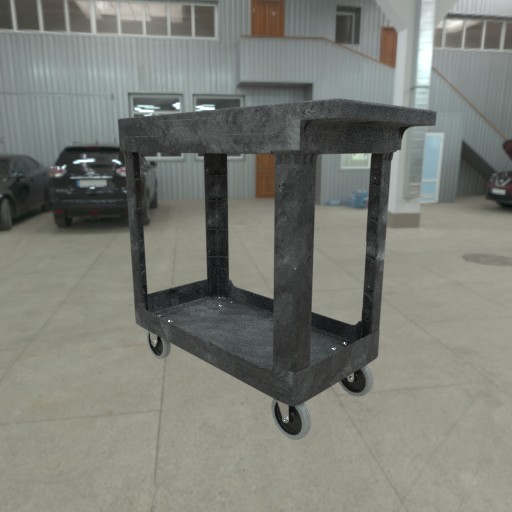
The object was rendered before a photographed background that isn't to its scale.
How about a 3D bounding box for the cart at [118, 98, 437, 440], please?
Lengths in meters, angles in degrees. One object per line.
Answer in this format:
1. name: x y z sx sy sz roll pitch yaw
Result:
1. cart: 0.000 0.000 1.358 0.420 0.824 0.877 -13 19 -43
